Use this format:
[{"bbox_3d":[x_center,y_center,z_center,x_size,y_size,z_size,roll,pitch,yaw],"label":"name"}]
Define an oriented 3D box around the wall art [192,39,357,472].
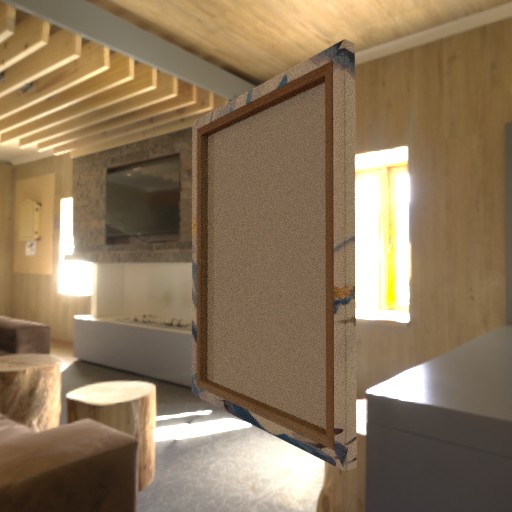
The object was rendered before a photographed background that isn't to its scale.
[{"bbox_3d":[0.000,0.000,1.353,0.038,1.015,0.761,1,-1,-36],"label":"wall art"}]
